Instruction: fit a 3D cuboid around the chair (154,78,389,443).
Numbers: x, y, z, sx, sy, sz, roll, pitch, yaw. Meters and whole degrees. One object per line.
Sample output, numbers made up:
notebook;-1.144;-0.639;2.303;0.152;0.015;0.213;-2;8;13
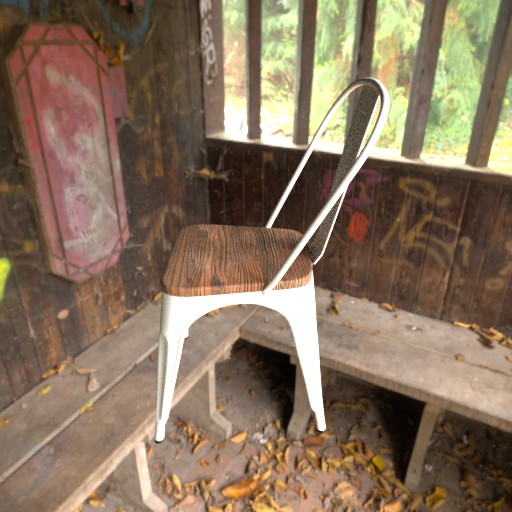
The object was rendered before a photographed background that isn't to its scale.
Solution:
chair;0.000;0.000;1.142;0.521;0.851;0.452;0;27;0
